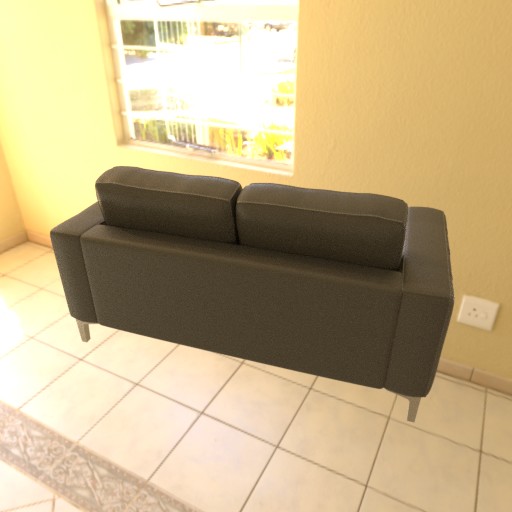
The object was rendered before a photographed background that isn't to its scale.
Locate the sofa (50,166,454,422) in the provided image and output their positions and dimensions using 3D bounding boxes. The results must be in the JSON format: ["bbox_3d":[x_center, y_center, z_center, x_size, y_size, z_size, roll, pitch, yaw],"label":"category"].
[{"bbox_3d":[0.000,0.000,2.169,1.726,0.892,0.833,9,31,16],"label":"sofa"}]
